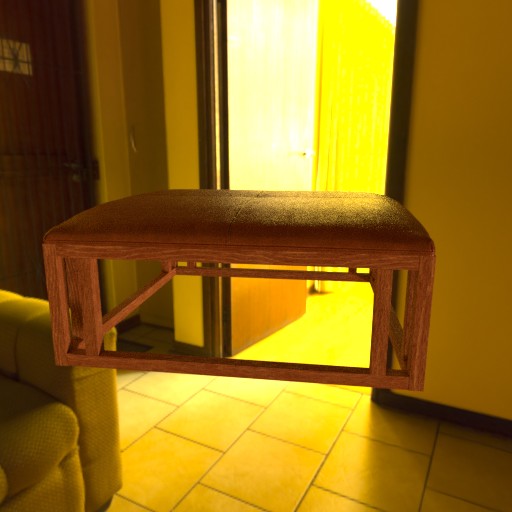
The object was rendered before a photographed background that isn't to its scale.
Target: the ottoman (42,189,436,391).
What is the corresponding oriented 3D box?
[{"bbox_3d":[0.000,0.000,1.631,1.016,0.442,1.013,2,13,8],"label":"ottoman"}]
